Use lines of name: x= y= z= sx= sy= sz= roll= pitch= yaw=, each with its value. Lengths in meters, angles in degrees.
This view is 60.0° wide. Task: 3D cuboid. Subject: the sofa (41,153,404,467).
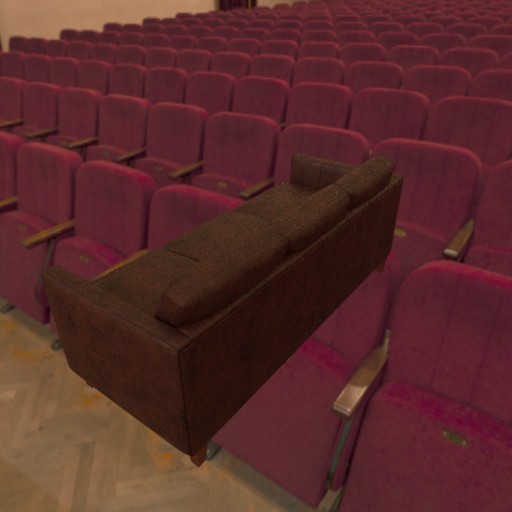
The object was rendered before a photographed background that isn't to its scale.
sofa: x=0.000 y=0.000 z=2.986 sx=1.045 sy=1.006 sz=2.464 roll=21 pitch=36 yaw=31
